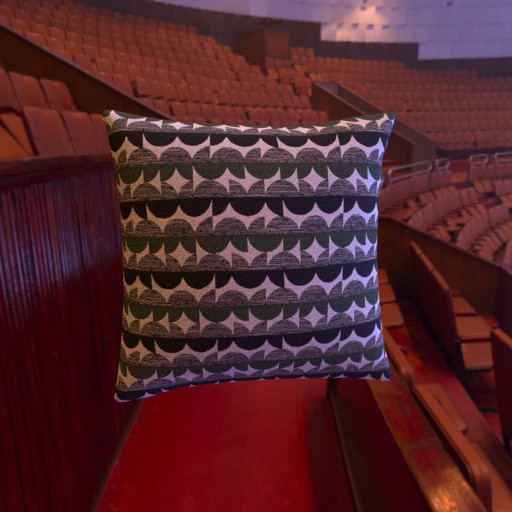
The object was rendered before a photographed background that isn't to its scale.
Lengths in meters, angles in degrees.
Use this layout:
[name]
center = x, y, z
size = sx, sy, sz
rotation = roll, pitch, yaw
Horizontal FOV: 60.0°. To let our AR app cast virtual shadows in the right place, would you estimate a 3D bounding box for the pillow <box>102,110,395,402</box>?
[pillow]
center = 0.000, 0.000, 0.643
size = 0.419, 0.404, 0.180
rotation = -2, 16, -8
